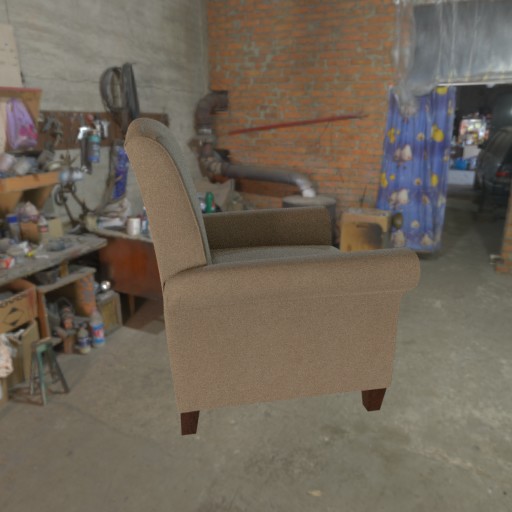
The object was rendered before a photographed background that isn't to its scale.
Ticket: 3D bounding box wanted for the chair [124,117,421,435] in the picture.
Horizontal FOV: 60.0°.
[{"bbox_3d":[0.000,0.000,1.788,0.905,1.061,0.978,-3,16,-11],"label":"chair"}]
